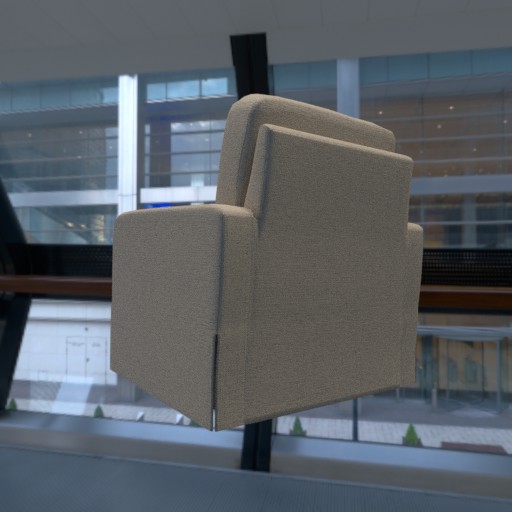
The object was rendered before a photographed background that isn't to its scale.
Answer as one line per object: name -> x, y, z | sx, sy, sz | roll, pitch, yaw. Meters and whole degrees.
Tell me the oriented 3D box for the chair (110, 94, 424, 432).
chair -> 0.000, 0.000, 1.525 | 0.755, 0.827, 0.888 | 1, -2, -35
